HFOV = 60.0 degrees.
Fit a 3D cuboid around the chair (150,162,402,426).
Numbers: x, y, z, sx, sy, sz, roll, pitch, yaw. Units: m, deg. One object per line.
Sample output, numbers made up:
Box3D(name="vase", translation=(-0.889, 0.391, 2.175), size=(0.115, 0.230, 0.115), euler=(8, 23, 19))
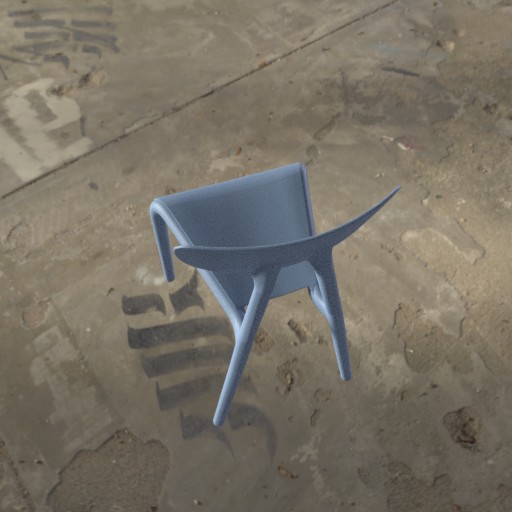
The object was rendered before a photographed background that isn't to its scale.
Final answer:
Box3D(name="chair", translation=(0.000, 0.000, 0.822), size=(0.356, 0.580, 0.401), euler=(-16, 58, -10))
